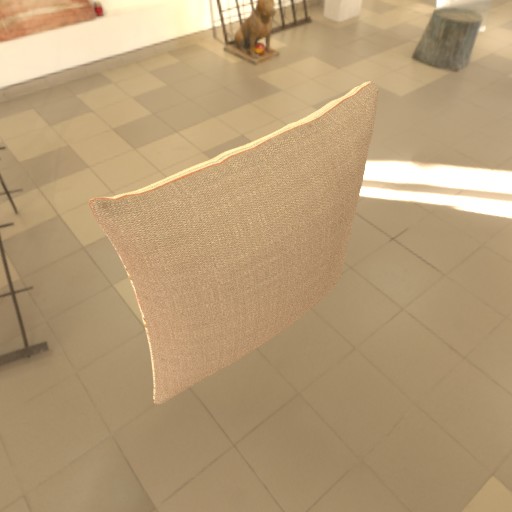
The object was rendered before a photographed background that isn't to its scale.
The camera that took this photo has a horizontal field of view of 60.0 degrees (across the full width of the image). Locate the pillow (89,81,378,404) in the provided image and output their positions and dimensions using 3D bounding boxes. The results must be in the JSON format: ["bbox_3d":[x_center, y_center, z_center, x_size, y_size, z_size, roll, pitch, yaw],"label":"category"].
[{"bbox_3d":[0.000,0.000,0.812,0.521,0.519,0.215,-31,54,-26],"label":"pillow"}]
